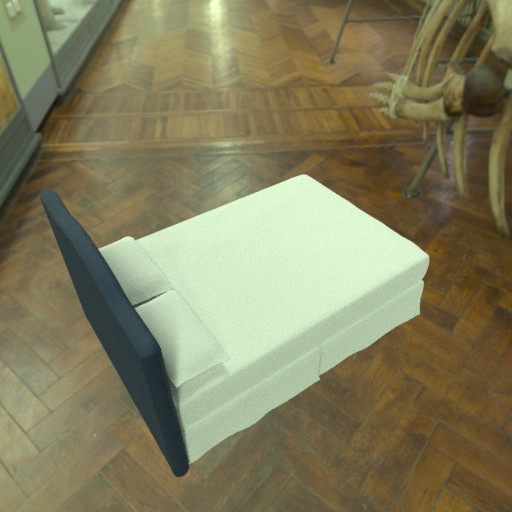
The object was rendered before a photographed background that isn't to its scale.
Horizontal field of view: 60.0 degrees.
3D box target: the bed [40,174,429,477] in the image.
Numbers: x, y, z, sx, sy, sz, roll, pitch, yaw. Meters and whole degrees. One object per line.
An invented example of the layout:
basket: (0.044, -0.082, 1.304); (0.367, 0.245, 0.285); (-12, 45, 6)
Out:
bed: (0.000, 0.000, 3.504); (2.507, 1.441, 1.741); (-25, 47, -26)
